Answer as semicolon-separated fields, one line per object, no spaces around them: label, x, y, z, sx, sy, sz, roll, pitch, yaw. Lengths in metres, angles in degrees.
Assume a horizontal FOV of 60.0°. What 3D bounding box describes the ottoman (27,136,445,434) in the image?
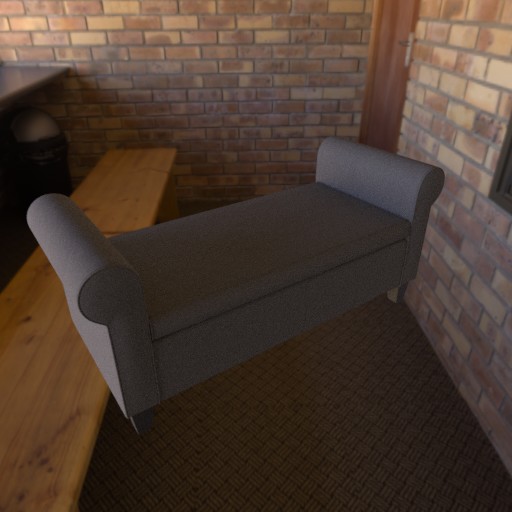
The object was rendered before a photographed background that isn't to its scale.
ottoman;0.000;0.000;1.510;1.256;0.547;0.521;-19;35;-30
